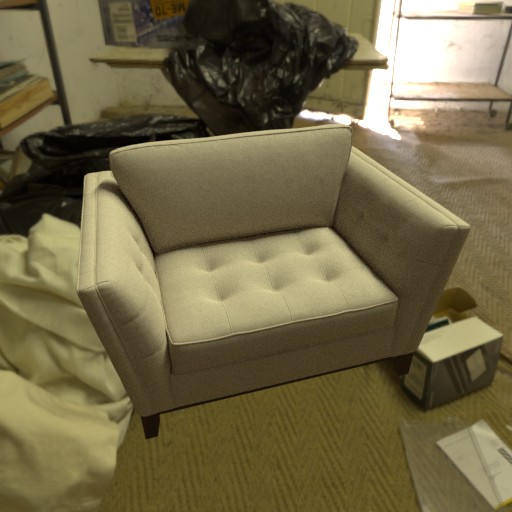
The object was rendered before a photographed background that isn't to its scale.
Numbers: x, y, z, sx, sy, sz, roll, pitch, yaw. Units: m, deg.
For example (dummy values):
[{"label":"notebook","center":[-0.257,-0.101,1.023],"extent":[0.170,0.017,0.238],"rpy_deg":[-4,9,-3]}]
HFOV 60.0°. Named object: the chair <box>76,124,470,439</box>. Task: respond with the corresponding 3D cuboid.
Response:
[{"label":"chair","center":[0.000,0.000,2.020],"extent":[1.397,0.940,0.965],"rpy_deg":[-9,34,-14]}]
